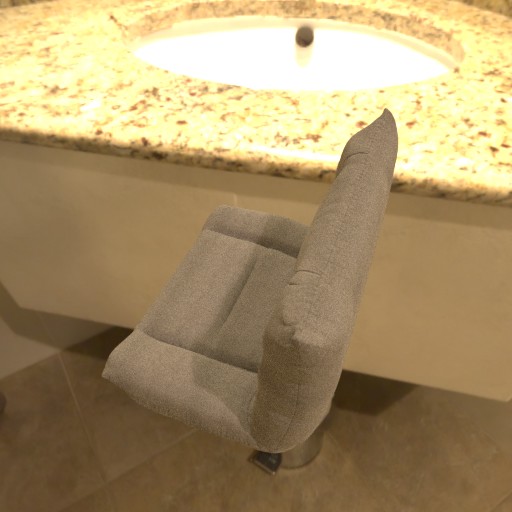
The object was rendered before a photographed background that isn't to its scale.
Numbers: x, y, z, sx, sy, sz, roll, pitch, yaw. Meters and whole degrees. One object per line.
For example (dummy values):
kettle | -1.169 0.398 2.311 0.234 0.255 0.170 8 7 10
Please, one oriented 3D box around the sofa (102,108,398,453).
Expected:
sofa | 0.000 0.000 1.710 0.847 0.795 1.144 15 47 14
